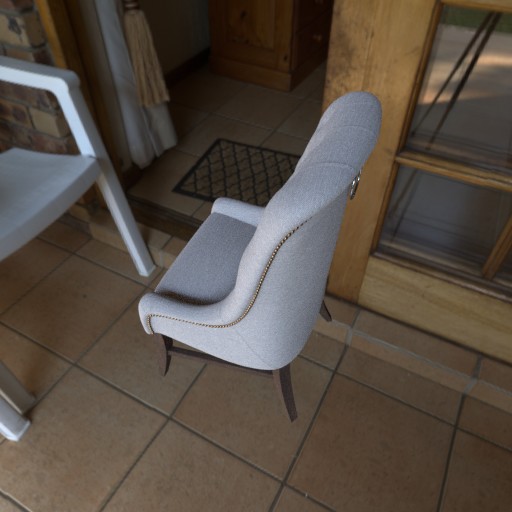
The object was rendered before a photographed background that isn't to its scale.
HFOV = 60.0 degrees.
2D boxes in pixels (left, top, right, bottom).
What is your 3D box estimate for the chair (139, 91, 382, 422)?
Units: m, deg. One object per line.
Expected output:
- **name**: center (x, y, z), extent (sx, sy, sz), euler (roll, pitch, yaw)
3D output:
- **chair**: center (0.000, 0.000, 1.521), extent (0.629, 1.091, 0.634), euler (16, 48, 15)
